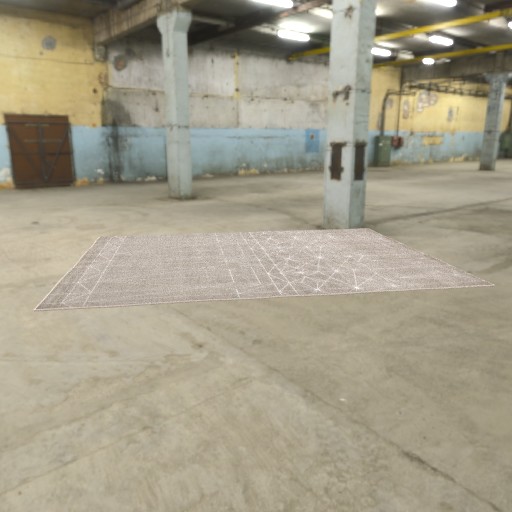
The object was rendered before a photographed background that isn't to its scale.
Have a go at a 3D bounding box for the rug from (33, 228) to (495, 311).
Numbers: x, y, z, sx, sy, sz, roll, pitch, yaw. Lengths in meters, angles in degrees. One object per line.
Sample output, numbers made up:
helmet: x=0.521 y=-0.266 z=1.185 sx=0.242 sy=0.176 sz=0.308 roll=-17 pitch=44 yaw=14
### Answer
rug: x=0.000 y=0.000 z=4.325 sx=3.357 sy=0.019 sz=2.449 roll=-2 pitch=14 yaw=-9
